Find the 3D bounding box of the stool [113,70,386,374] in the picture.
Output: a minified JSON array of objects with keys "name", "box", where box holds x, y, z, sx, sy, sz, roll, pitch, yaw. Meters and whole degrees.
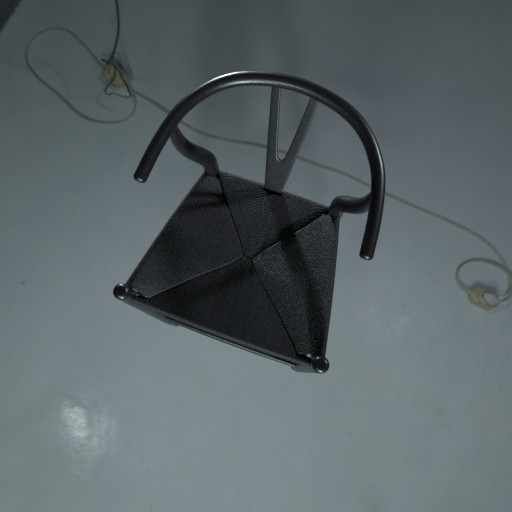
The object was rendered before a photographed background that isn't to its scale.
[{"name":"stool","box":[0.000,0.000,1.422,0.569,1.072,0.579,19,76,5]}]
